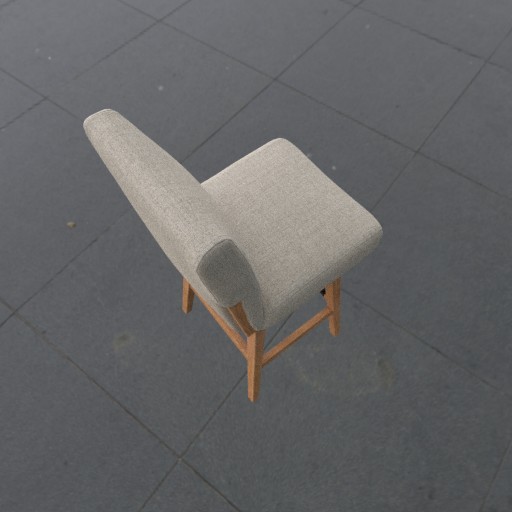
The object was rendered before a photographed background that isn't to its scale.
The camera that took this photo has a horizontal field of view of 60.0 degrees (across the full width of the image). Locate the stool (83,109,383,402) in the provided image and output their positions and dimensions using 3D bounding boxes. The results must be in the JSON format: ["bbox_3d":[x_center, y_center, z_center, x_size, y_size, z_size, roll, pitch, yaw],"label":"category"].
[{"bbox_3d":[0.000,0.000,1.345,0.569,1.106,0.483,-34,65,-18],"label":"stool"}]
